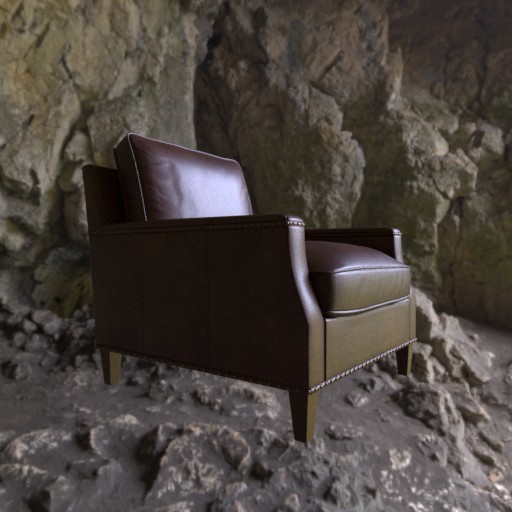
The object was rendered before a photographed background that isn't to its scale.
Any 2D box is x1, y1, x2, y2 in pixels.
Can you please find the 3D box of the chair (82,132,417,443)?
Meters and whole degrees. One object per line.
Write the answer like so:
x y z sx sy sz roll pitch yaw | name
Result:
0.000 0.000 1.696 1.014 0.929 0.853 0 0 37 | chair
